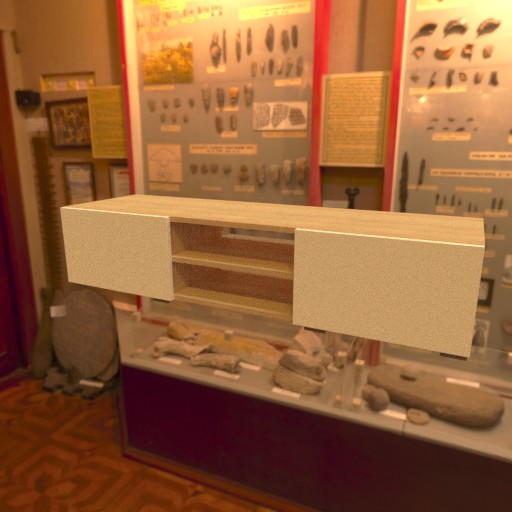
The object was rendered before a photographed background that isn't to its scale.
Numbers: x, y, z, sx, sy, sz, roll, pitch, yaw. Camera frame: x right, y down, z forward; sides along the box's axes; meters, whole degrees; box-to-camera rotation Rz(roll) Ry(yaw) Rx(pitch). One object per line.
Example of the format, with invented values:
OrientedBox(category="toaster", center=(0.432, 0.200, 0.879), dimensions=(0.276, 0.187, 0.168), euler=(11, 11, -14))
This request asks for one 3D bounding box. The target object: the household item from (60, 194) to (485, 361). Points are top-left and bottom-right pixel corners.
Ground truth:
OrientedBox(category="household item", center=(0.000, 0.000, 1.559), dimensions=(1.400, 0.310, 0.420), euler=(7, 17, 25))
